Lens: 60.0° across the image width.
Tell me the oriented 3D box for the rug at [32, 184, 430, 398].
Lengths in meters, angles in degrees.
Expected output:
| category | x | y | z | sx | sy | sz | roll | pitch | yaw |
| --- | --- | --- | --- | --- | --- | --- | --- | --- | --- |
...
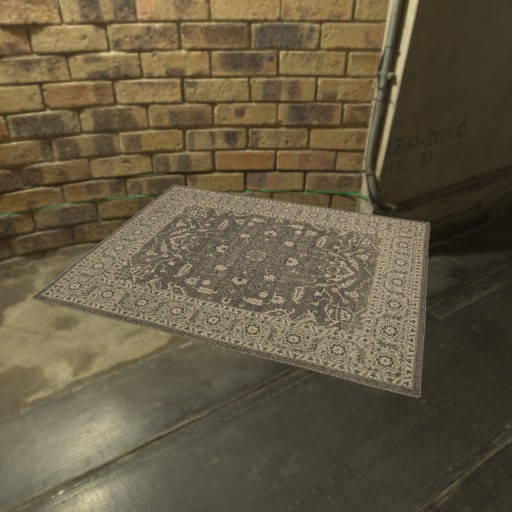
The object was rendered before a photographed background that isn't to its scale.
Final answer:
| category | x | y | z | sx | sy | sz | roll | pitch | yaw |
| --- | --- | --- | --- | --- | --- | --- | --- | --- | --- |
| rug | 0.000 | 0.000 | 4.178 | 3.069 | 0.026 | 2.451 | 11 | 34 | 16 |
